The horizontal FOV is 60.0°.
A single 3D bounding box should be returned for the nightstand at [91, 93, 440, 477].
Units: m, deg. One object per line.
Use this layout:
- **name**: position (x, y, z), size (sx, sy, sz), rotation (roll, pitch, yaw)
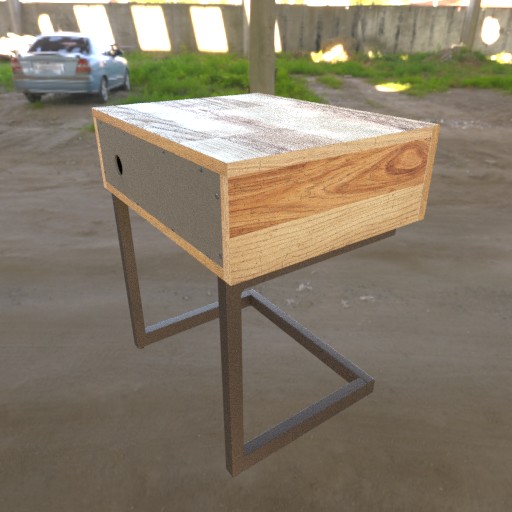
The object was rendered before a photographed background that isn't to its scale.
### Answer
- **nightstand**: position (0.000, 0.000, 1.023), size (0.481, 0.632, 0.558), rotation (-18, 32, -31)
